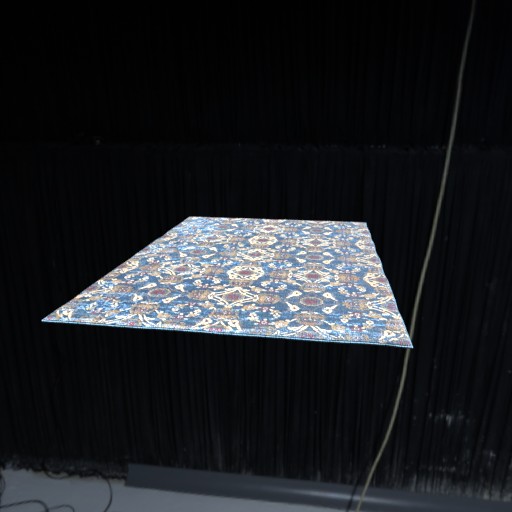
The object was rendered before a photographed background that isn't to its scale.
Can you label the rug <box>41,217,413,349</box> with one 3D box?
[{"bbox_3d":[0.000,0.000,2.868,1.567,0.014,2.207,3,17,8],"label":"rug"}]
